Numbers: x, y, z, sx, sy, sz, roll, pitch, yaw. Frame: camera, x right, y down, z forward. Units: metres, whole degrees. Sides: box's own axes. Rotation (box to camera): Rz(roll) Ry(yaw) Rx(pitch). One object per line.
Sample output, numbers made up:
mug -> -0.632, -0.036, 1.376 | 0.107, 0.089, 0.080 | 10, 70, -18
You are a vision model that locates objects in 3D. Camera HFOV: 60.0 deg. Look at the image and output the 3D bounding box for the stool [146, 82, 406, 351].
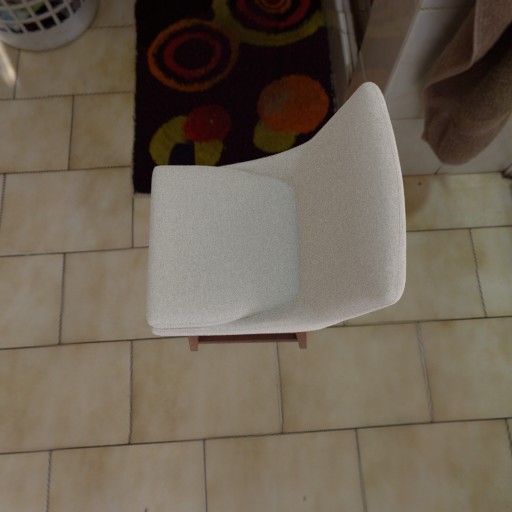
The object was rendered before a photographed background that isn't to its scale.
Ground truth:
stool -> 0.000, 0.000, 1.294 | 0.559, 0.991, 0.469 | -1, 74, 0
